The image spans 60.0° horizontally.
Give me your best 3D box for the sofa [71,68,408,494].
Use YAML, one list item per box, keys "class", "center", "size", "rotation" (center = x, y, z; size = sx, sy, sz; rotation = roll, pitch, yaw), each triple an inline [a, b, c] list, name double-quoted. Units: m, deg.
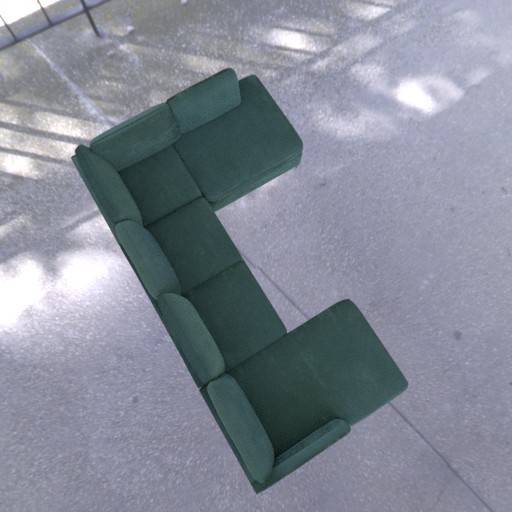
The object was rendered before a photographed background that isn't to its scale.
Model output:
- class: "sofa"
  center: [0.000, 0.000, 4.168]
  size: [2.055, 0.992, 3.434]
  rotation: [-31, 77, -8]
